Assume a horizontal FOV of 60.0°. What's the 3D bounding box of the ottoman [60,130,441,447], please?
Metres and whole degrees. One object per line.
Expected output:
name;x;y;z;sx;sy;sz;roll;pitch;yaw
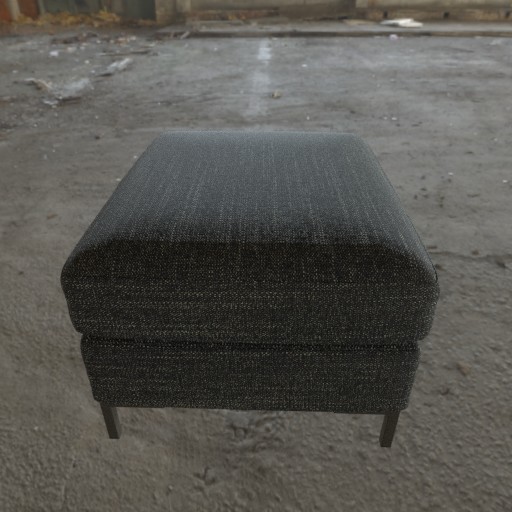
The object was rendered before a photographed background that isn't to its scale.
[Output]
ottoman;0.000;0.000;1.164;0.667;0.491;0.814;1;33;2
